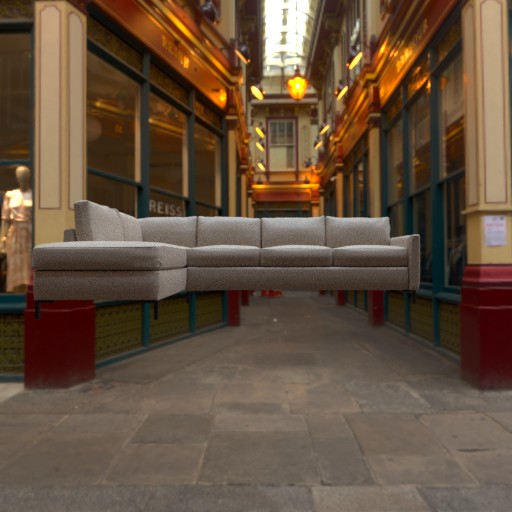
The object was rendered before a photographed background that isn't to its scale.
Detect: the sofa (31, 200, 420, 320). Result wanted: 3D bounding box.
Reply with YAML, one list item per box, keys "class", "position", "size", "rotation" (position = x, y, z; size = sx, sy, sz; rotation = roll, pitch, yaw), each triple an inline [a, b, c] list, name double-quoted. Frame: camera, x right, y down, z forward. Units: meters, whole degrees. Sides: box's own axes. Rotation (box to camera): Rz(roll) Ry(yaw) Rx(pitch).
- class: "sofa"
  position: [0.000, 0.000, 3.155]
  size: [2.423, 0.703, 1.617]
  rotation: [0, -1, 0]
